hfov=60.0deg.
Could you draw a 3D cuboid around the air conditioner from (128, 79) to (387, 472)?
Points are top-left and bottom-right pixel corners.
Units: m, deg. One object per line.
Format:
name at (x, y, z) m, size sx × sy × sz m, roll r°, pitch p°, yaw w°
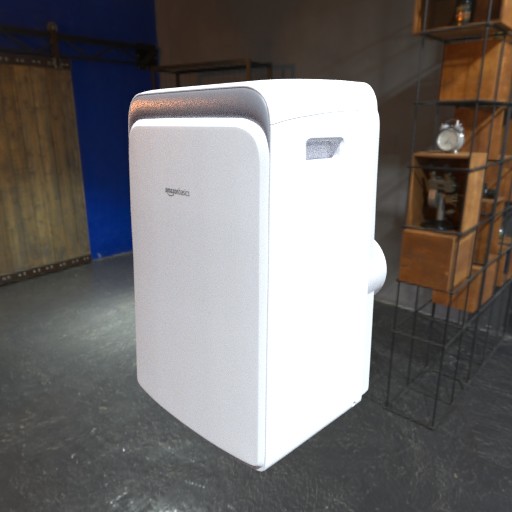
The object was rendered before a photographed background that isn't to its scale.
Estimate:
air conditioner at (0.000, 0.000, 1.044) m, size 0.478 × 0.765 × 0.467 m, roll 15°, pitch 23°, yaw 42°
